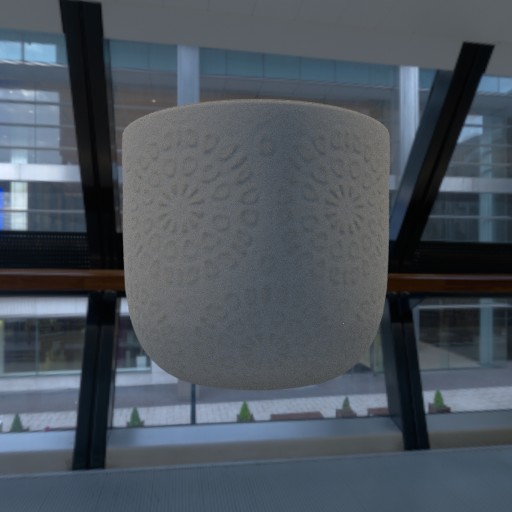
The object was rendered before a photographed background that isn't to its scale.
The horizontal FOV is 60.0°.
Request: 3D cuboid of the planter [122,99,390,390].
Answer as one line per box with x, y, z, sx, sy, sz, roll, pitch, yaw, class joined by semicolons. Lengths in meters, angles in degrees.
0.000;0.000;0.215;0.124;0.109;0.124;0;0;0;planter
